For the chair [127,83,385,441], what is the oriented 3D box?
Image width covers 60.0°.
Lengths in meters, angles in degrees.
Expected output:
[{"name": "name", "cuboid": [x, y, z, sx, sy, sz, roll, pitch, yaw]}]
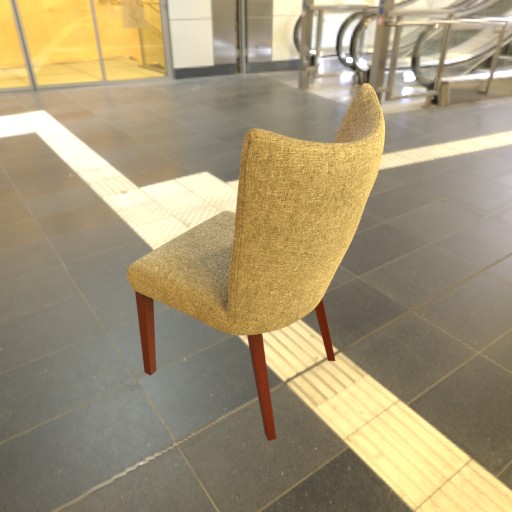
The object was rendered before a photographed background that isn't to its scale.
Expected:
[{"name": "chair", "cuboid": [0.000, 0.000, 1.304, 0.623, 0.924, 0.535, 20, 37, 29]}]
